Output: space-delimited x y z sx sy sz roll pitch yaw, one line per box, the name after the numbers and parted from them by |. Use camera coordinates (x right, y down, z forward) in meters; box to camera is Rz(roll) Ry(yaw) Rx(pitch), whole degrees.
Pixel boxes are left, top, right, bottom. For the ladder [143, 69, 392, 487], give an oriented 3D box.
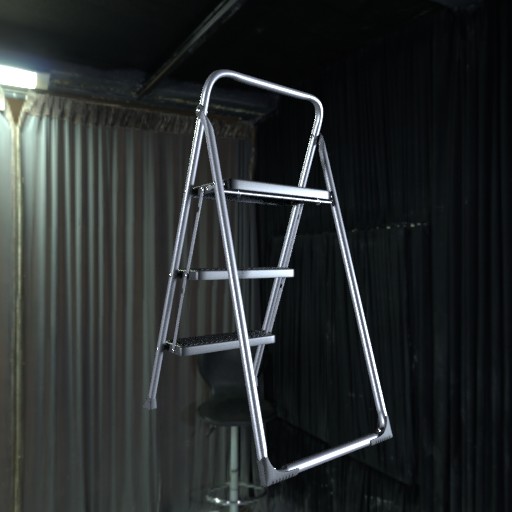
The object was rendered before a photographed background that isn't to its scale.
0.000 0.000 1.270 0.430 0.945 0.629 0 0 -37 | ladder
